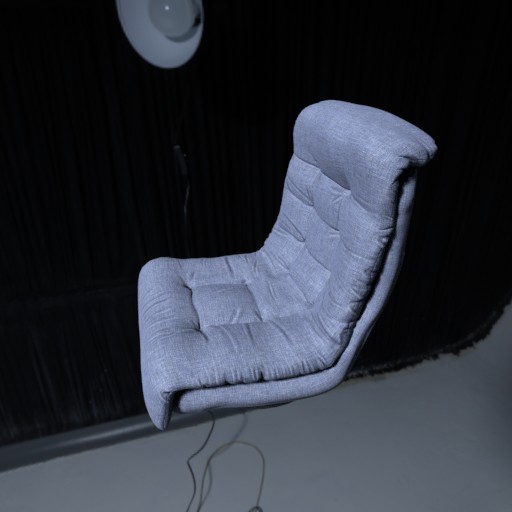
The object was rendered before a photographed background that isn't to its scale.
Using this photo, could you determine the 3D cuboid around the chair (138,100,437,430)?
[{"bbox_3d":[0.000,0.000,1.206,0.668,0.749,0.597,-7,28,-14],"label":"chair"}]
